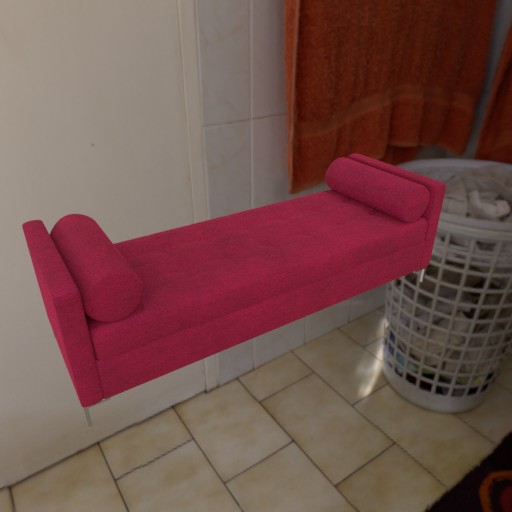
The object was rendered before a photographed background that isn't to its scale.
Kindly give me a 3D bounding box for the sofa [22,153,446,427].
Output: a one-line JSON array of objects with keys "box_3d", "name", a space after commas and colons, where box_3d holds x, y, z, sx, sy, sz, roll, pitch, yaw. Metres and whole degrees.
[{"box_3d": [0.000, 0.000, 2.277, 1.981, 0.635, 0.686, -17, 33, -28], "name": "sofa"}]
